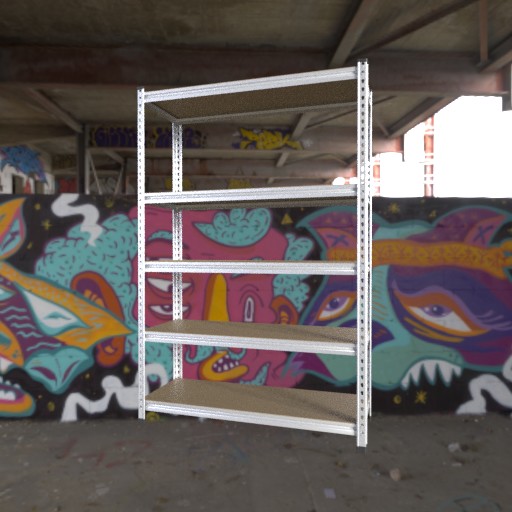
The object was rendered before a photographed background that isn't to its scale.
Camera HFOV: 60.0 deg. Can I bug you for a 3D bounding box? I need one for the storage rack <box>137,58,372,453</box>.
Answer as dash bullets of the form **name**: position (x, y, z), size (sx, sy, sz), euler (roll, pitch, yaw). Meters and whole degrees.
- **storage rack**: position (0.000, 0.000, 2.446), size (1.219, 1.829, 0.457), euler (0, 1, 17)
